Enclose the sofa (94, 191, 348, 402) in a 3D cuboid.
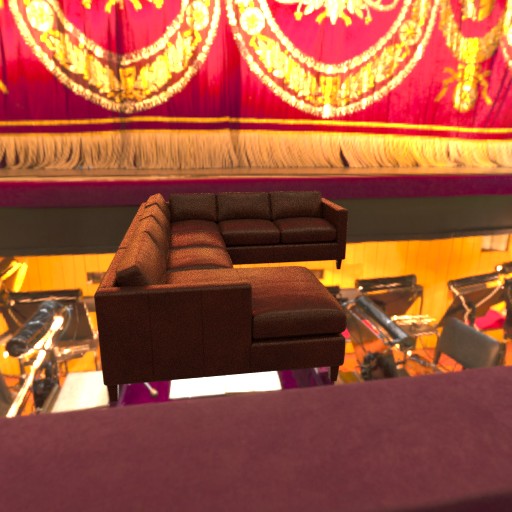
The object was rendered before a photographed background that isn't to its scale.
[{"bbox_3d":[0.000,0.000,4.405,2.452,0.891,3.324,-3,16,-9],"label":"sofa"}]
